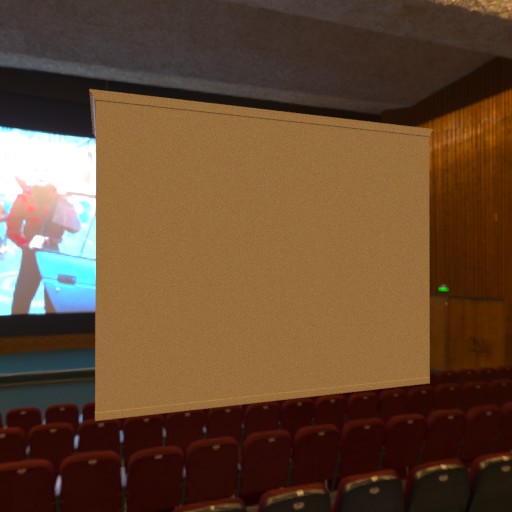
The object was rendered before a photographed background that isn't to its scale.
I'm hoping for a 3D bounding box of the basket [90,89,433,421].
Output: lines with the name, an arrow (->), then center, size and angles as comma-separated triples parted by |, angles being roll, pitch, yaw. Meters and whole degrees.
basket -> 0.000, 0.000, 1.139 | 0.792, 0.625, 0.376 | 0, 0, -19
